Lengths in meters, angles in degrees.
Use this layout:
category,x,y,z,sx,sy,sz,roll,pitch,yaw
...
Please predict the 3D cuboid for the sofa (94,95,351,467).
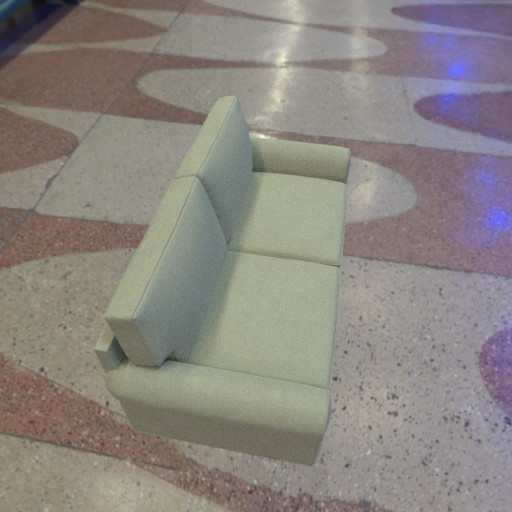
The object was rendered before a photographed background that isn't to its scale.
category,x,y,z,sx,sy,sz,roll,pitch,yaw
sofa,0.000,0.000,2.242,0.861,0.933,1.774,8,47,7
